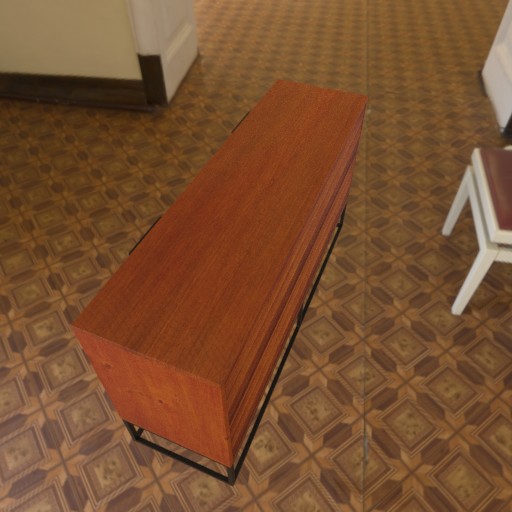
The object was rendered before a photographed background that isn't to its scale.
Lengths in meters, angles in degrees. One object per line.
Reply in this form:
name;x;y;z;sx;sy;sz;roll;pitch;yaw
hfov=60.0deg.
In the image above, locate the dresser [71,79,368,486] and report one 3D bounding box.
dresser;0.000;0.000;1.893;0.464;0.810;1.536;17;49;15
